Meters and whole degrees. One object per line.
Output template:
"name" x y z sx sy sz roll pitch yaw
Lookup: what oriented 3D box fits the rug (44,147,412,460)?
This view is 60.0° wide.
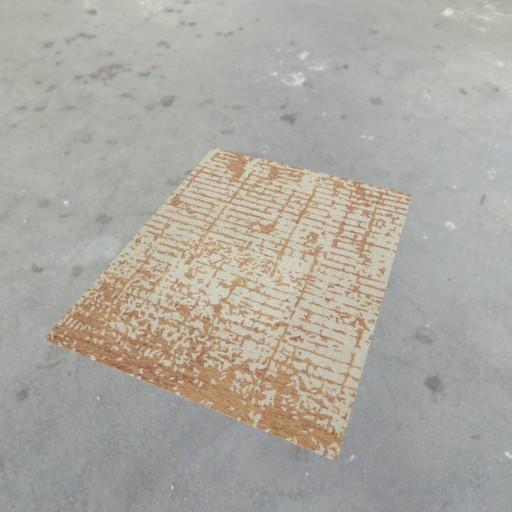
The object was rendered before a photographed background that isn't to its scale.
"rug" 0.000 0.000 4.228 2.441 0.011 3.050 17 48 16
